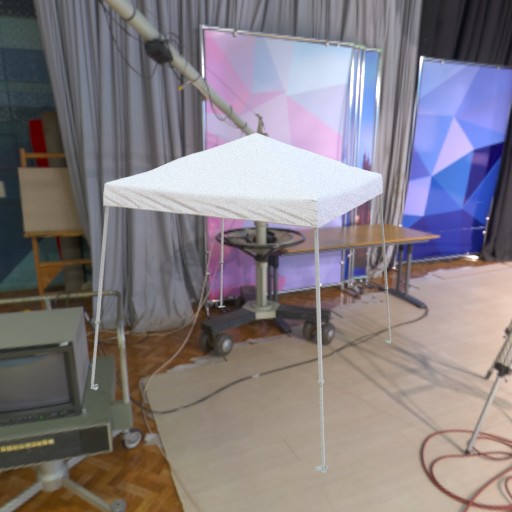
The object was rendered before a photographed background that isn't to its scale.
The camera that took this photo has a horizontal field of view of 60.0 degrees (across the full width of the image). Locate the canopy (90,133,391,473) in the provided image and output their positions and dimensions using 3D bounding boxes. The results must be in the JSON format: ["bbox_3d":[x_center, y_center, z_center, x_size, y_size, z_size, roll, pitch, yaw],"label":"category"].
[{"bbox_3d":[0.000,0.000,5.331,2.850,2.850,2.849,8,18,27],"label":"canopy"}]
